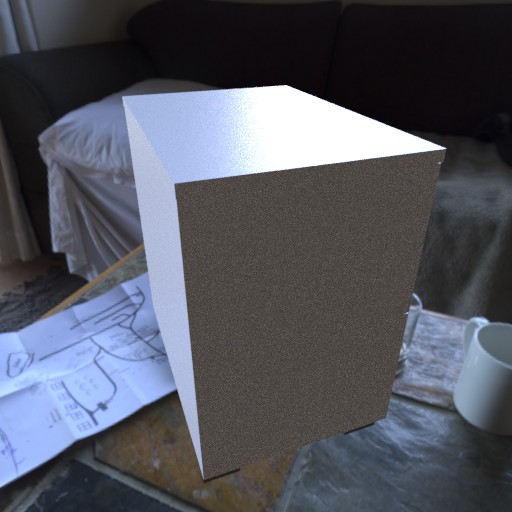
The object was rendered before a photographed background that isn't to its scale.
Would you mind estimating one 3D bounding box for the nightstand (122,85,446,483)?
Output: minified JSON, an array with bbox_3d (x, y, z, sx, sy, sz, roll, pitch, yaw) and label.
[{"bbox_3d":[0.000,0.000,0.748,0.325,0.460,0.441,-11,32,-18],"label":"nightstand"}]
